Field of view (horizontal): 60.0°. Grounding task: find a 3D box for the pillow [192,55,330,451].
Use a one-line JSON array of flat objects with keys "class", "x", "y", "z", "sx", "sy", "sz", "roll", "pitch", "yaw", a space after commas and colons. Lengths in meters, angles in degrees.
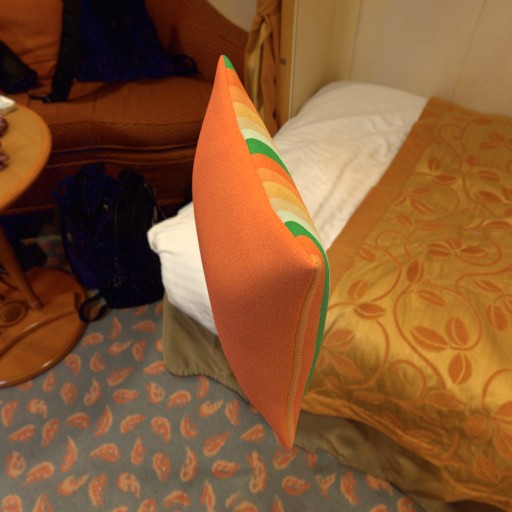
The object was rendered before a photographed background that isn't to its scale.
[{"class": "pillow", "x": 0.000, "y": 0.000, "z": 0.697, "sx": 0.169, "sy": 0.444, "sz": 0.453, "roll": -10, "pitch": 47, "yaw": -9}]
